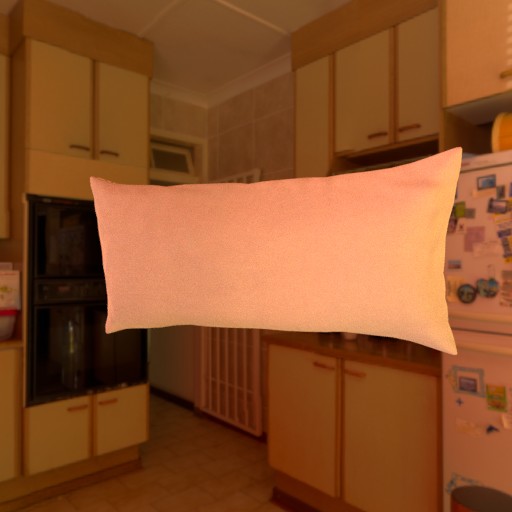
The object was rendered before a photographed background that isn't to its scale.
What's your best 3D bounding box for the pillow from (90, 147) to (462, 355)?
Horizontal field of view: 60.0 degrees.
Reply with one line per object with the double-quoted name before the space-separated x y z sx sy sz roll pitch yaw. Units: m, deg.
"pillow" 0.000 0.000 0.722 0.608 0.292 0.156 0 -1 18
